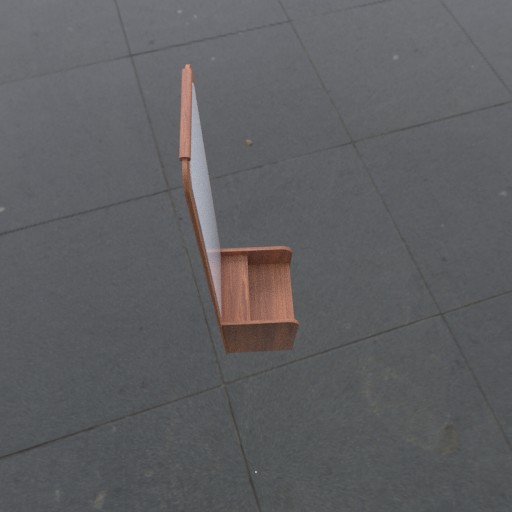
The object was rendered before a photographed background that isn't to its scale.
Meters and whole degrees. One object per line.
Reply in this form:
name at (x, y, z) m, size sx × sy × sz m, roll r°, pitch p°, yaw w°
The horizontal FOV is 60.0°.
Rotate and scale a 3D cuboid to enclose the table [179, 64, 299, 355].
table at (0.000, 0.000, 2.018) m, size 0.420 × 1.830 × 0.450 m, roll -3°, pitch 64°, yaw -1°
